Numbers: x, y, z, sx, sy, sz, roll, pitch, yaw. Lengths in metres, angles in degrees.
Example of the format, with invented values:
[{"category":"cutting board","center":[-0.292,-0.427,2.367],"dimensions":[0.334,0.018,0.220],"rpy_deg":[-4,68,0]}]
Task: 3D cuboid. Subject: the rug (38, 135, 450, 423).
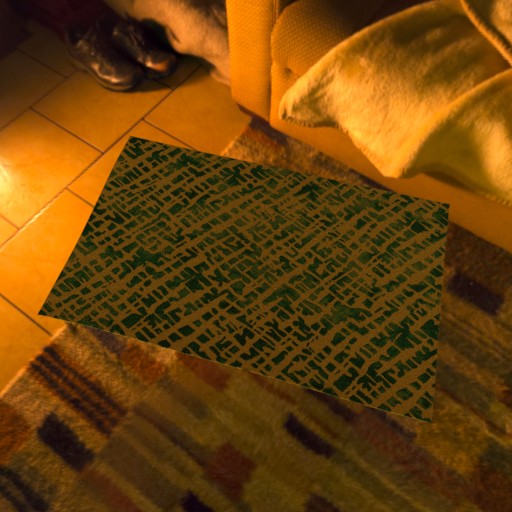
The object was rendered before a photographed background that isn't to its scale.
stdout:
[{"category":"rug","center":[0.000,0.000,2.964],"dimensions":[2.447,0.011,1.520],"rpy_deg":[14,63,7]}]
